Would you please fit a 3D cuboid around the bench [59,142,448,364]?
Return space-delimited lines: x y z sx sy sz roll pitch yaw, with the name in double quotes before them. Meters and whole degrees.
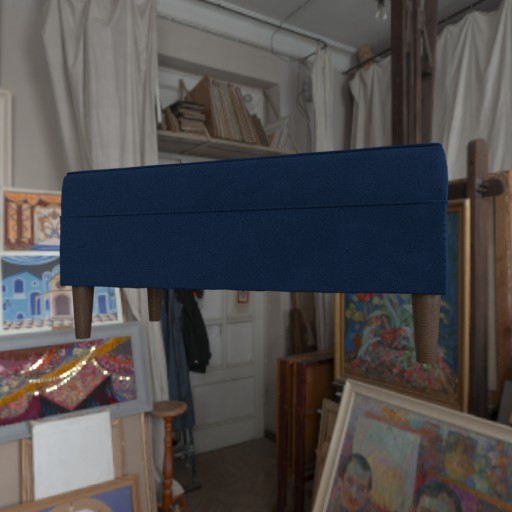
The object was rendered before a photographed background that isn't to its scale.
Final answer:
"bench" 0.000 0.000 1.292 1.010 0.467 0.489 0 -1 19
